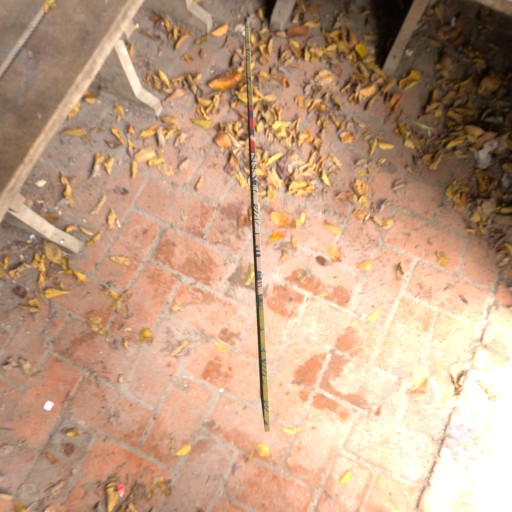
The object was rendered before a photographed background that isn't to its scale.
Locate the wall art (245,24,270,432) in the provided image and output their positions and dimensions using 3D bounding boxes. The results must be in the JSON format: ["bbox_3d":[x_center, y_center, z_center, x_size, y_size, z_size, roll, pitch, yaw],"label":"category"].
[{"bbox_3d":[0.000,0.000,1.846,0.013,1.218,1.206,-3,76,-1],"label":"wall art"}]
